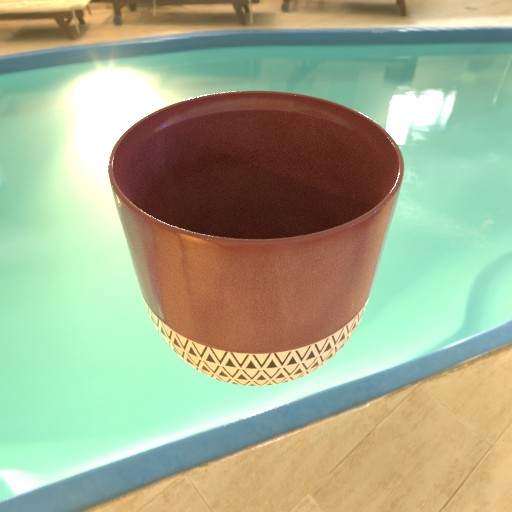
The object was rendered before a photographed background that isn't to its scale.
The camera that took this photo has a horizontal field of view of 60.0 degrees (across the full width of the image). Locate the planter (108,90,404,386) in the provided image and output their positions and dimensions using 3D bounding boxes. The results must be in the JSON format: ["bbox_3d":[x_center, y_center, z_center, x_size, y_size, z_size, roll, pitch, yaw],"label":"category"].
[{"bbox_3d":[0.000,0.000,0.499,0.266,0.270,0.266,0,43,0],"label":"planter"}]
